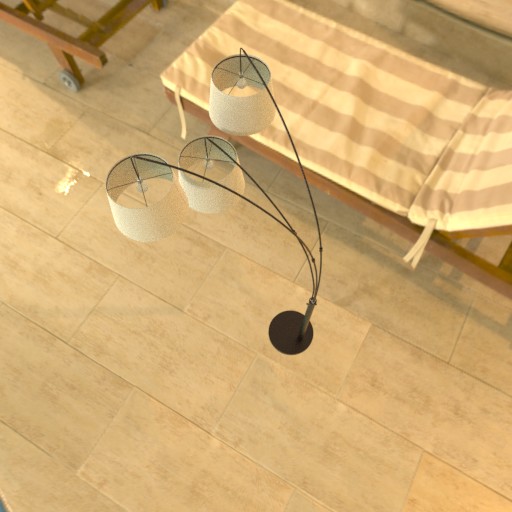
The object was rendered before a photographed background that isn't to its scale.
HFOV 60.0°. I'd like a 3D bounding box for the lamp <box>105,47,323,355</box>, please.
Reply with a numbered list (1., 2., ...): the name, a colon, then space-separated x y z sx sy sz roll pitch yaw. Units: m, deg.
1. lamp: 0.000 0.000 2.424 0.924 1.950 0.951 33 69 15
